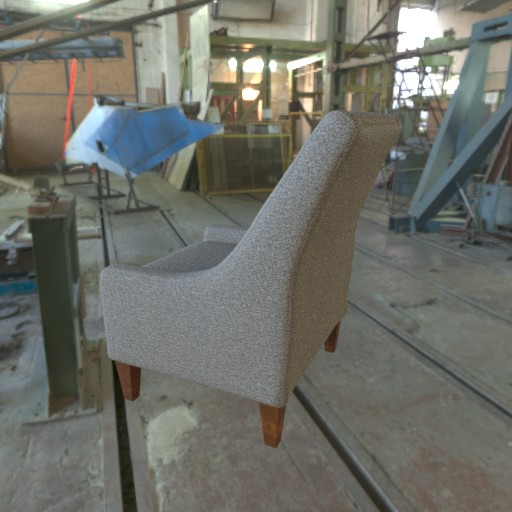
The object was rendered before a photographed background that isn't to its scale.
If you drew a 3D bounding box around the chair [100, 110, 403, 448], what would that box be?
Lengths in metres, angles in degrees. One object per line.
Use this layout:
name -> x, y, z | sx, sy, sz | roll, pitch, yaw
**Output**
chair -> 0.000, 0.000, 1.648 | 0.870, 1.016, 0.774 | 8, 19, 24
